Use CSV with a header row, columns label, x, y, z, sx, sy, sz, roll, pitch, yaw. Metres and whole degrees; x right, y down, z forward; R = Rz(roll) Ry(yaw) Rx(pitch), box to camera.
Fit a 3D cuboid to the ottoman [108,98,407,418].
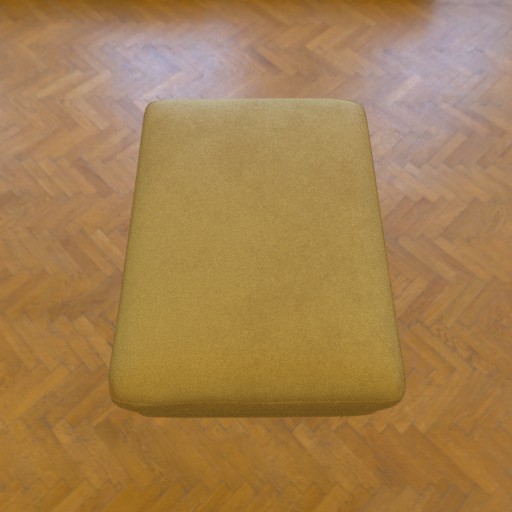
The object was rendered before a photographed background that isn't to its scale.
label,x,y,z,sx,sy,sz,roll,pitch,yaw
ottoman,0.000,0.000,1.168,0.608,0.449,0.811,0,64,0
